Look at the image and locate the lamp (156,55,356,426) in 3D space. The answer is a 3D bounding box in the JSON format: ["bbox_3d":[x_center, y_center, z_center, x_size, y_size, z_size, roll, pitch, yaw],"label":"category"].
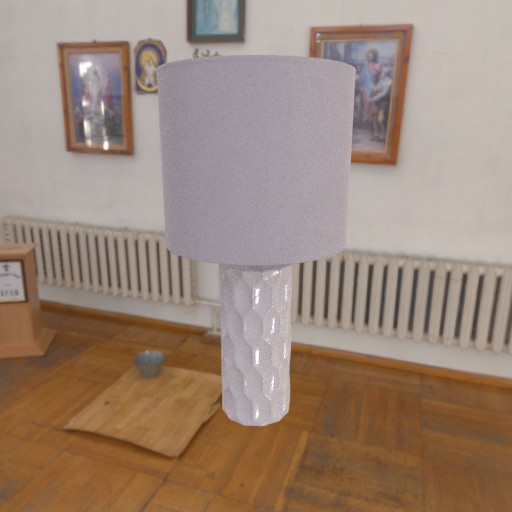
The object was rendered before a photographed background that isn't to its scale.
[{"bbox_3d":[0.000,0.000,0.696,0.277,0.537,0.277,-7,16,-25],"label":"lamp"}]
